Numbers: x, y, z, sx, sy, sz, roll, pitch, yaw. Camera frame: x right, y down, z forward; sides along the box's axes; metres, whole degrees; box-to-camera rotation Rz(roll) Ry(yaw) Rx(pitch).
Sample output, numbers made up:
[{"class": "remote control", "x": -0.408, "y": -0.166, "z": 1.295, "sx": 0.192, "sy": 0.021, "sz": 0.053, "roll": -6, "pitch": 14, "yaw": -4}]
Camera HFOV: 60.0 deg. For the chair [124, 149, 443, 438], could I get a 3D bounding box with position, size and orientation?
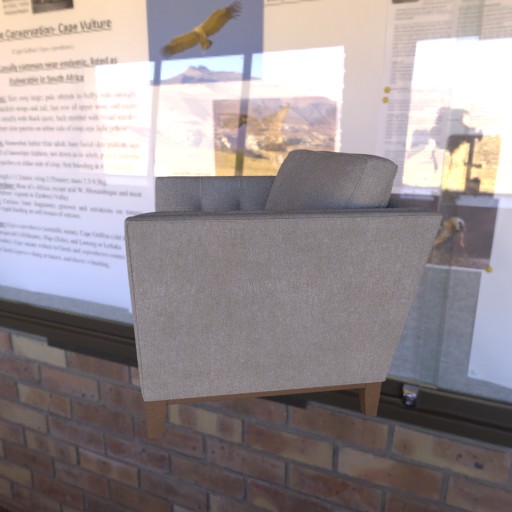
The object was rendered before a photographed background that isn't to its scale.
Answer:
[{"class": "chair", "x": 0.000, "y": 0.000, "z": 2.035, "sx": 0.965, "sy": 0.942, "sz": 1.396, "roll": -2, "pitch": 15, "yaw": -8}]
